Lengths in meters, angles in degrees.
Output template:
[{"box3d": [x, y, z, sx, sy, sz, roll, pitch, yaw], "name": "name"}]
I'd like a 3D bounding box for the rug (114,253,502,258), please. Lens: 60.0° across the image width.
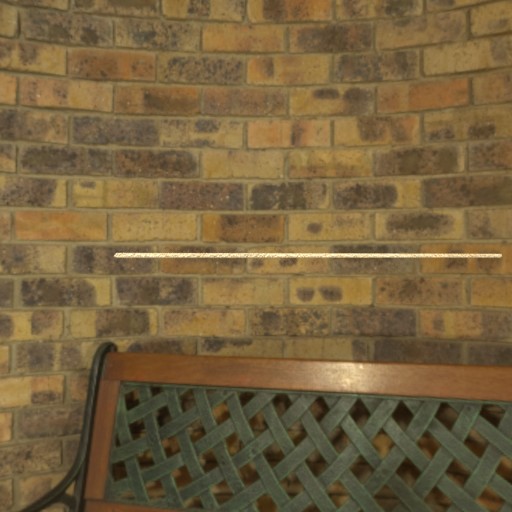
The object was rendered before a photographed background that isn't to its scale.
[{"box3d": [0.000, 0.000, 3.945, 2.400, 0.025, 3.000, 0, 0, -18], "name": "rug"}]
